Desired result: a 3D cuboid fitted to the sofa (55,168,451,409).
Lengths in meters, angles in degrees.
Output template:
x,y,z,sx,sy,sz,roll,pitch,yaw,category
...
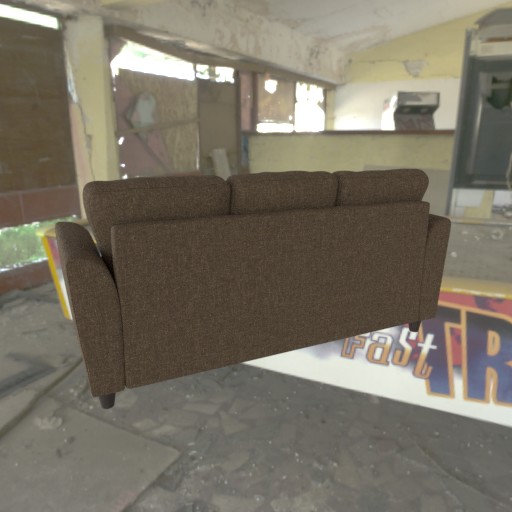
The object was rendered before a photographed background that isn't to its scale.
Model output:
x,y,z,sx,sy,sz,roll,pitch,yaw,category
0.000,0.000,2.292,1.847,0.891,0.837,-7,16,-25,sofa
